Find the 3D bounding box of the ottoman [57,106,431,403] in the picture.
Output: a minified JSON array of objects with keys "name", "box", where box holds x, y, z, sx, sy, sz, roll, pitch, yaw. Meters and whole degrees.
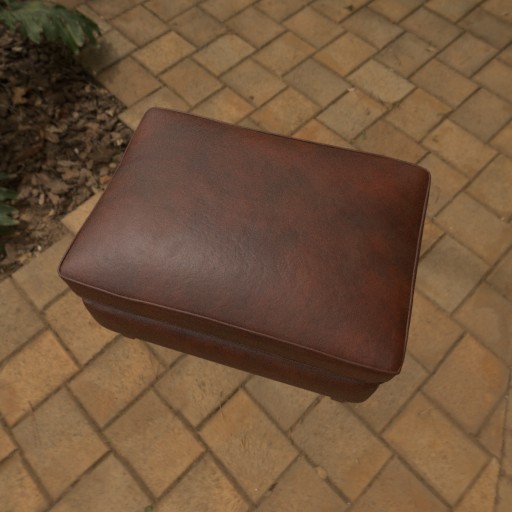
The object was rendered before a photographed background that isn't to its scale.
[{"name":"ottoman","box":[0.000,0.000,1.025,0.665,0.432,0.501,15,63,8]}]
